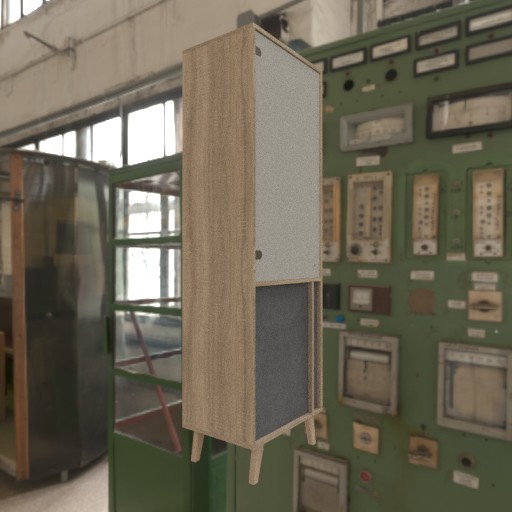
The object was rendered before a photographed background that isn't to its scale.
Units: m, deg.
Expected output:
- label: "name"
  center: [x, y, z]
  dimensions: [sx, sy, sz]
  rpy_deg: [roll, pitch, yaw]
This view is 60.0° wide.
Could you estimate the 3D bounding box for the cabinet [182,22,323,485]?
- label: "cabinet"
  center: [0.000, 0.000, 2.102]
  dimensions: [0.400, 1.850, 0.570]
  rpy_deg: [0, 0, 37]
